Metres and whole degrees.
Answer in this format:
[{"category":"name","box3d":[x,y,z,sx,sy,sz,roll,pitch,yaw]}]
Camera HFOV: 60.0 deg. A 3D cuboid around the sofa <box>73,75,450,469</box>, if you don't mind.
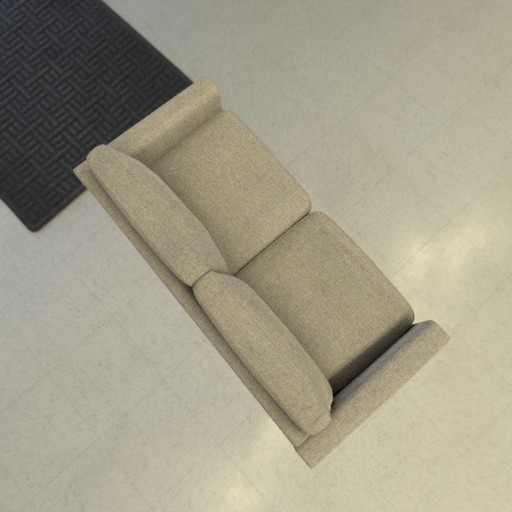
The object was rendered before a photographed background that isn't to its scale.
[{"category":"sofa","box3d":[0.000,0.000,2.460,0.969,0.892,1.978,-39,79,-9]}]
